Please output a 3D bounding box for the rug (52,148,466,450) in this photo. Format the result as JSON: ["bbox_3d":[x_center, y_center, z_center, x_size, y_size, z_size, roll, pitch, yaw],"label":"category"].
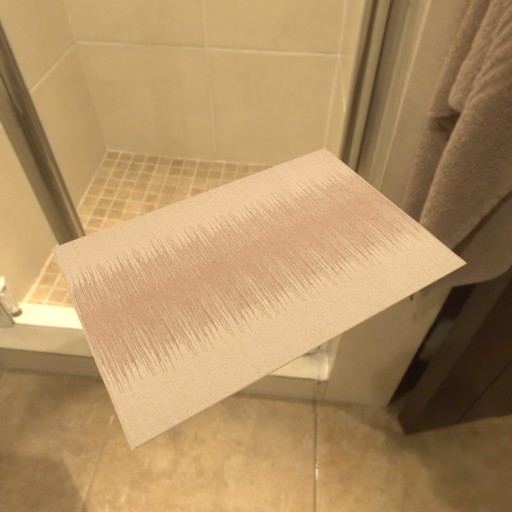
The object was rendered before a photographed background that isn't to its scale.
[{"bbox_3d":[0.000,0.000,2.362,1.850,0.006,1.234,-24,52,-20],"label":"rug"}]
